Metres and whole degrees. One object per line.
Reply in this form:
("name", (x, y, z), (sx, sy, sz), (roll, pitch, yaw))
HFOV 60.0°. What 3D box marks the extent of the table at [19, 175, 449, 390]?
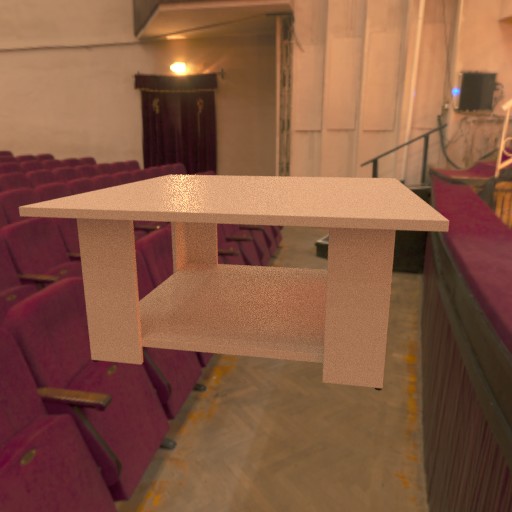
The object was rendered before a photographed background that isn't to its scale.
("table", (0.000, 0.000, 1.029), (0.670, 0.305, 0.670), (3, 15, 10))
